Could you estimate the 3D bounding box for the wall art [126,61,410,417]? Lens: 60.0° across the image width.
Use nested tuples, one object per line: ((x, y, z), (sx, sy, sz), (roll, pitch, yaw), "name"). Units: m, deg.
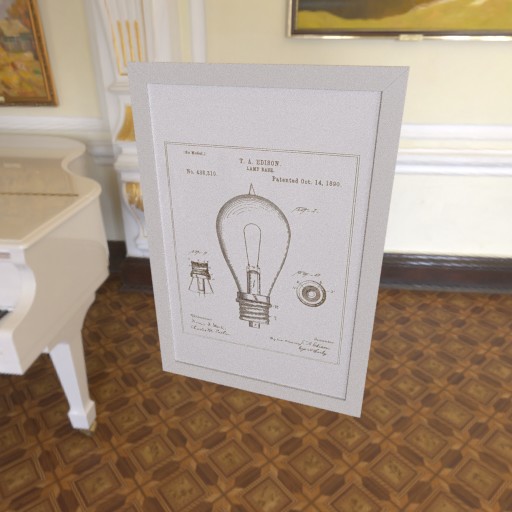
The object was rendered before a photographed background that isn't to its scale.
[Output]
((0.000, 0.000, 0.595), (0.325, 0.474, 0.010), (8, 28, 16), "wall art")
